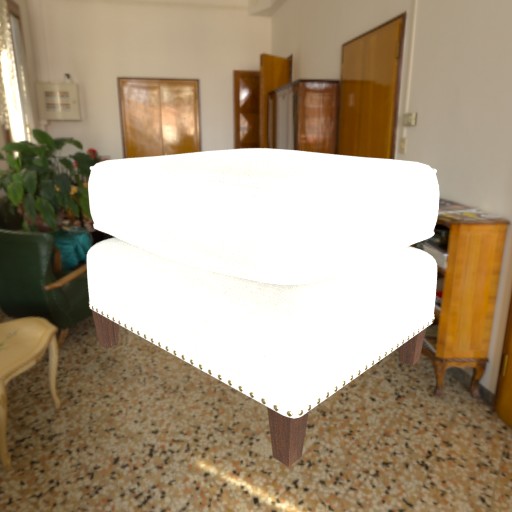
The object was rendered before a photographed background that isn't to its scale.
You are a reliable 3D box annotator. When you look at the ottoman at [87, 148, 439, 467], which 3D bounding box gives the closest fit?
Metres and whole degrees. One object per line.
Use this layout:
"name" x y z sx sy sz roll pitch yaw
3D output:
"ottoman" 0.000 0.000 1.136 0.738 0.537 0.589 14 21 42
